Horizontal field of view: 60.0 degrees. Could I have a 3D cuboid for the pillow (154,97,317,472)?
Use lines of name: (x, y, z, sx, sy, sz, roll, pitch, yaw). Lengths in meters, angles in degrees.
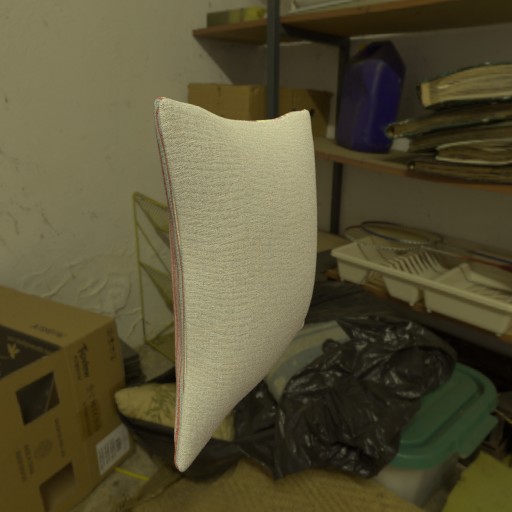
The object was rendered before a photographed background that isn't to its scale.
pillow: (0.000, 0.000, 0.647, 0.136, 0.419, 0.437, 8, 18, 24)
